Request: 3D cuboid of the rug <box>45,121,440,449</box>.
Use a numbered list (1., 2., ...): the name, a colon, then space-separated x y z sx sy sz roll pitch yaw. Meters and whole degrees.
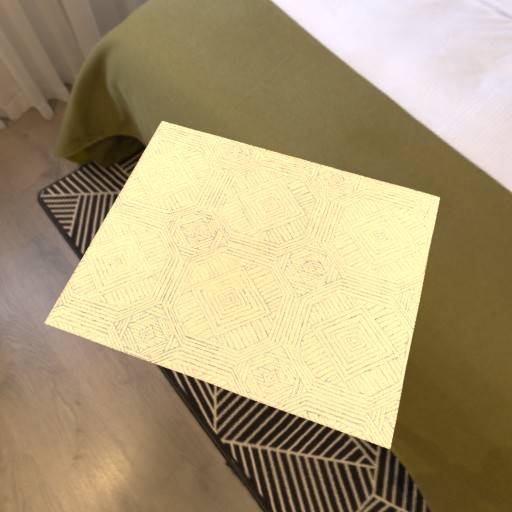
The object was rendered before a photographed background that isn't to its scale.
1. rug: 0.000 0.000 4.150 3.049 0.015 2.457 17 65 8
